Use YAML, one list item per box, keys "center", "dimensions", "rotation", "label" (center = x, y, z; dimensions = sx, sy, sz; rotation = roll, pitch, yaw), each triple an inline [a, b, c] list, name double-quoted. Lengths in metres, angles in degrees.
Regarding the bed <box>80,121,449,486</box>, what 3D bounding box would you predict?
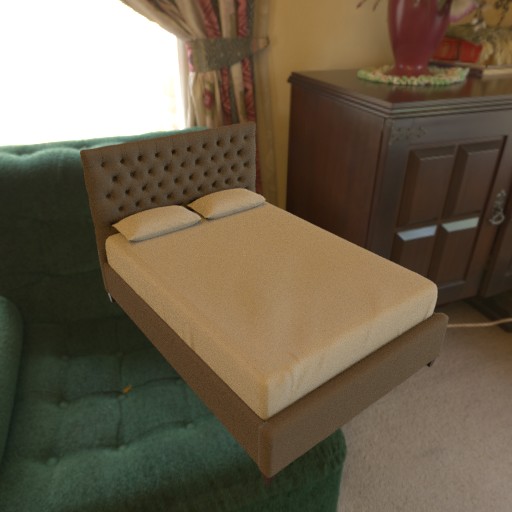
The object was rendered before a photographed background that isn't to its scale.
- center: [0.000, 0.000, 3.412]
  dimensions: [1.698, 1.427, 2.387]
  rotation: [-20, 35, -32]
  label: "bed"
